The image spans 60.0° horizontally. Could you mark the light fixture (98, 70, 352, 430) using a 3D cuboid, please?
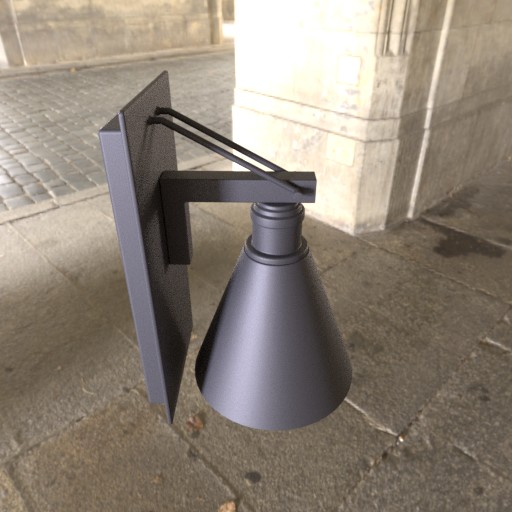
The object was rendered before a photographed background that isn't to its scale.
[{"bbox_3d":[0.000,0.000,0.411,0.207,0.298,0.170,1,32,1],"label":"light fixture"}]
